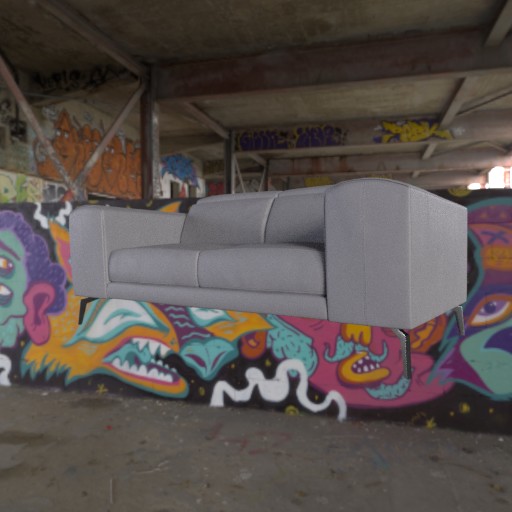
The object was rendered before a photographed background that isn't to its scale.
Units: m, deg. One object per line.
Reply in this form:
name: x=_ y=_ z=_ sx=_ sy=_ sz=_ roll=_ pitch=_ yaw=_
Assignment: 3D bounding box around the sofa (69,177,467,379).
sofa: x=0.000 y=0.000 z=2.324 sx=1.895 sy=0.779 sz=1.003 roll=1 pitch=1 yaw=35
